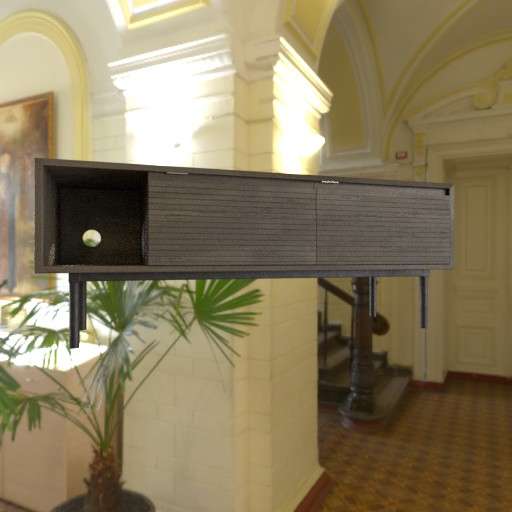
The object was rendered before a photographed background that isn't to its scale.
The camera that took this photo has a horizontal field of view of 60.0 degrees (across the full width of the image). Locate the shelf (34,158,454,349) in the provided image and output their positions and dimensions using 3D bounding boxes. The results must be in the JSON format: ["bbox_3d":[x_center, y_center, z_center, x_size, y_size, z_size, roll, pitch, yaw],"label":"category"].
[{"bbox_3d":[0.000,0.000,1.502,1.300,0.495,0.400,0,0,-18],"label":"shelf"}]
